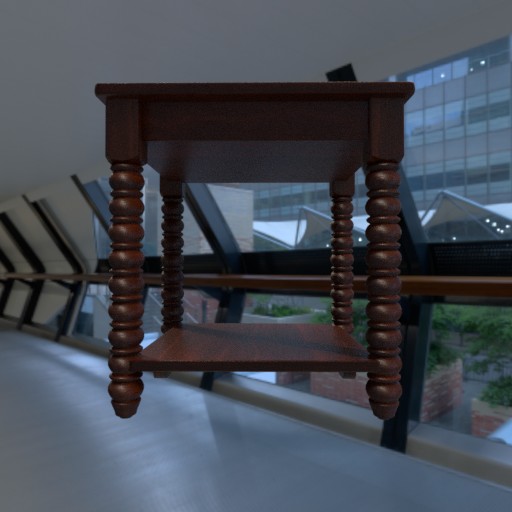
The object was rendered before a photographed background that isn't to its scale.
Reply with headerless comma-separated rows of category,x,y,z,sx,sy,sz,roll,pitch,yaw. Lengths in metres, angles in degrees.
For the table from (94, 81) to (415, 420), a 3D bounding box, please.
table,0.000,0.000,0.974,0.533,0.567,0.500,0,-1,1
